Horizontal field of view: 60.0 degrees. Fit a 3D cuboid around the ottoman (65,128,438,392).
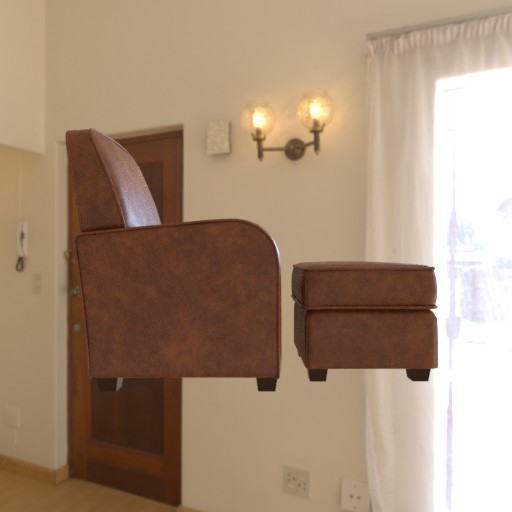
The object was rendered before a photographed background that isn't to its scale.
[{"bbox_3d":[0.000,0.000,1.813,1.314,0.904,0.732,0,0,0],"label":"ottoman"}]
